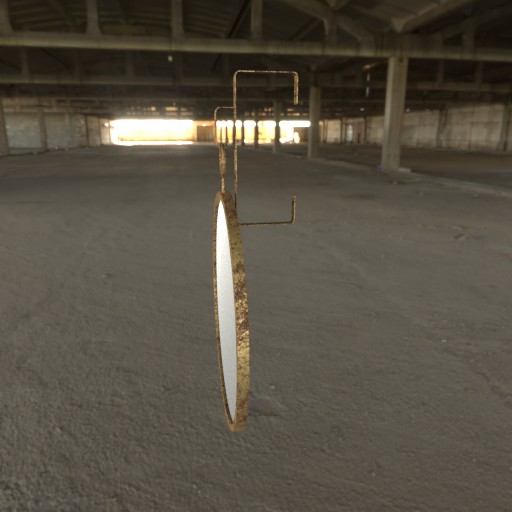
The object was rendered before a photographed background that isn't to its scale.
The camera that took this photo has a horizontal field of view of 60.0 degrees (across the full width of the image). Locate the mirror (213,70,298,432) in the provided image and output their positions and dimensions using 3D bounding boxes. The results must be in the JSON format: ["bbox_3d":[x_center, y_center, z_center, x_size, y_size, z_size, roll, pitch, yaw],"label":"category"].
[{"bbox_3d":[0.000,0.000,0.840,0.144,0.651,0.447,-3,16,-9],"label":"mirror"}]
